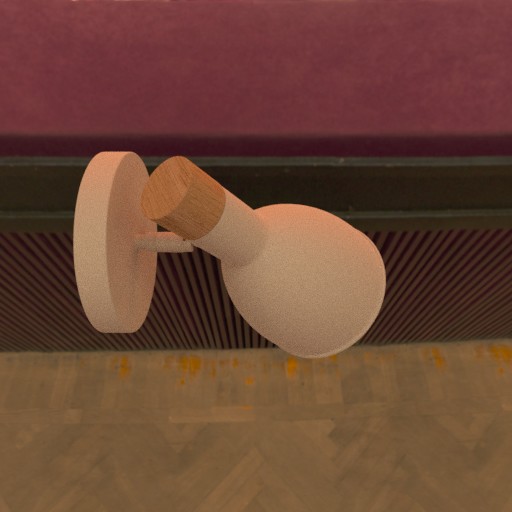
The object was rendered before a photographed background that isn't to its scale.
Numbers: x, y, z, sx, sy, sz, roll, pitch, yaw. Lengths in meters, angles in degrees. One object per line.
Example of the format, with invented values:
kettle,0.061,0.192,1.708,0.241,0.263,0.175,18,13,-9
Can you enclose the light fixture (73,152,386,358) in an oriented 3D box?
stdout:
light fixture,0.000,0.000,0.333,0.209,0.199,0.127,0,64,0
